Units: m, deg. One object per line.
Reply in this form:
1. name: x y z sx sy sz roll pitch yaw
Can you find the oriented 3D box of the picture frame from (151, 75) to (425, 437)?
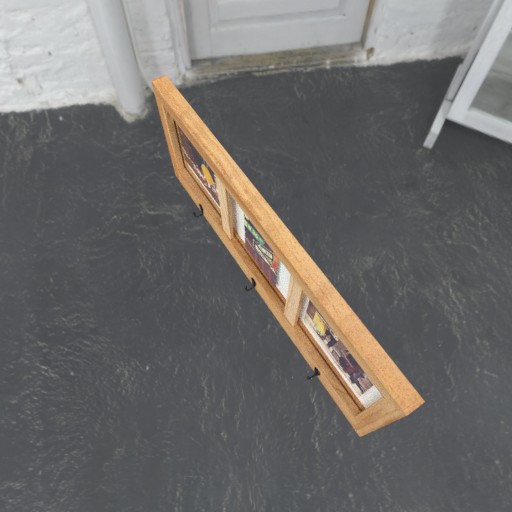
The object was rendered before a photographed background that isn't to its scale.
1. picture frame: 0.000 0.000 0.675 0.045 0.234 0.582 -30 67 -14
